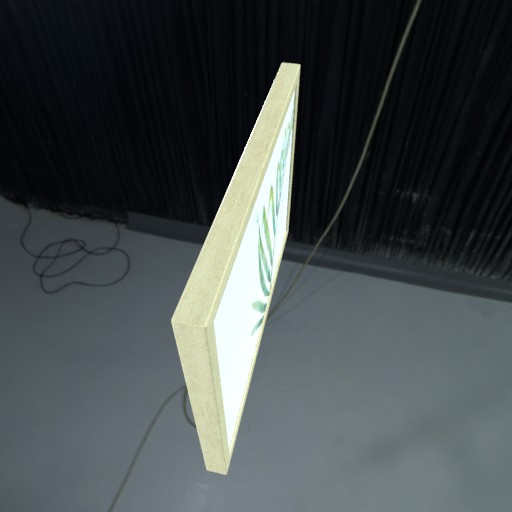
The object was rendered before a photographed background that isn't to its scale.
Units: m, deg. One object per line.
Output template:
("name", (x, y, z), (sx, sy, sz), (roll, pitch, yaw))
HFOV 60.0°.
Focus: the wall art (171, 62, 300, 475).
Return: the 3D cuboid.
("wall art", (0.000, 0.000, 0.695), (0.032, 0.381, 0.533), (9, 47, 9))
